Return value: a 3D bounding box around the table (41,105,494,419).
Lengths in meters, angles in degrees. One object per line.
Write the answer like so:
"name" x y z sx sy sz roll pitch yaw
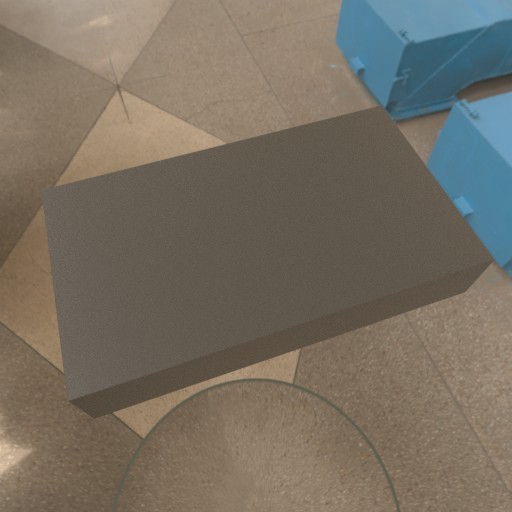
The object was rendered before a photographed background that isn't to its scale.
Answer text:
"table" 0.000 0.000 1.508 1.201 0.404 0.703 -17 60 -10
